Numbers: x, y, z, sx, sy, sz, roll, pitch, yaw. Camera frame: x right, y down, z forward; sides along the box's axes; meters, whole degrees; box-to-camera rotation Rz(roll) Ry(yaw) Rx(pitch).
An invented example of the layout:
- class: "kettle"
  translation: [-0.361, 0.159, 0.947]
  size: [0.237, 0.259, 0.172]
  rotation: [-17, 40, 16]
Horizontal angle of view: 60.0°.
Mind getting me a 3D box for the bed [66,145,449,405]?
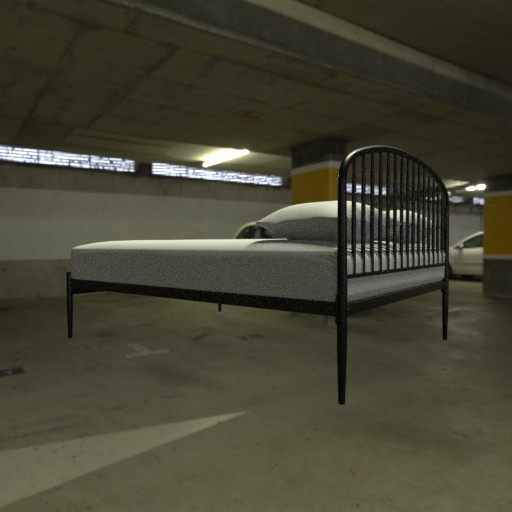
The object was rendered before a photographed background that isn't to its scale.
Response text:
- class: "bed"
  translation: [0.000, 0.000, 3.104]
  size: [2.159, 1.166, 1.618]
  rotation: [1, 2, 38]
